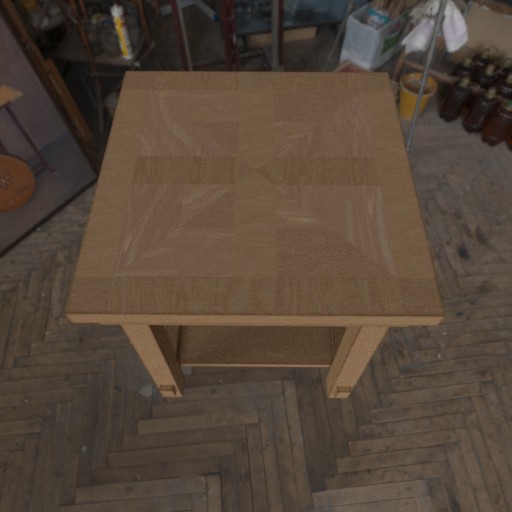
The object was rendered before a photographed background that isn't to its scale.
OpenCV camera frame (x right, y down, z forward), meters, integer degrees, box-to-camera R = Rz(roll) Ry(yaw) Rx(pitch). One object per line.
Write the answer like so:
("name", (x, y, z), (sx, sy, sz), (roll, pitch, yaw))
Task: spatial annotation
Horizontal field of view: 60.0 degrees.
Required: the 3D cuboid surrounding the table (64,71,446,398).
("table", (0.000, 0.000, 1.139), (0.610, 0.638, 0.612), (0, 58, 0))
